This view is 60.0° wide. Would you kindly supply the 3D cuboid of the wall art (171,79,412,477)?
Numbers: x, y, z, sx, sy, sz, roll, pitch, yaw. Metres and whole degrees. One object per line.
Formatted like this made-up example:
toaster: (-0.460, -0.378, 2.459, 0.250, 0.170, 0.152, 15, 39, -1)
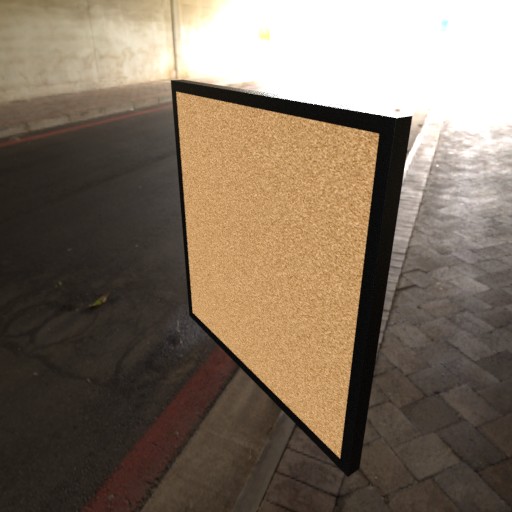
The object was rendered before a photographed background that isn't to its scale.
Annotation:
wall art: (0.000, 0.000, 1.086, 0.036, 0.755, 0.756, -17, 31, -31)
